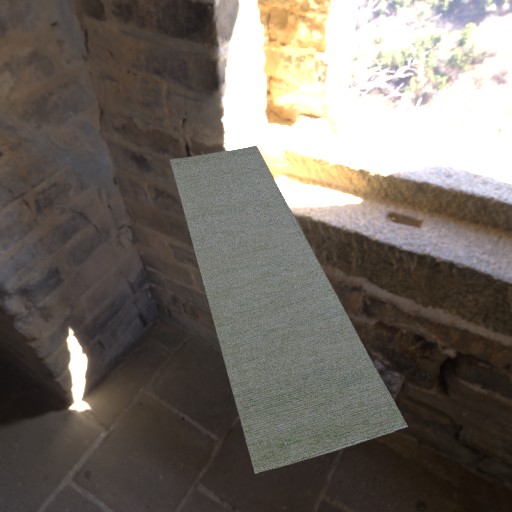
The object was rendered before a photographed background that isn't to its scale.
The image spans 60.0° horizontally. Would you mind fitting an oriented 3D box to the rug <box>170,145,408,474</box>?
[{"bbox_3d":[0.000,0.000,2.615,0.686,0.013,2.340,-12,47,-11],"label":"rug"}]
